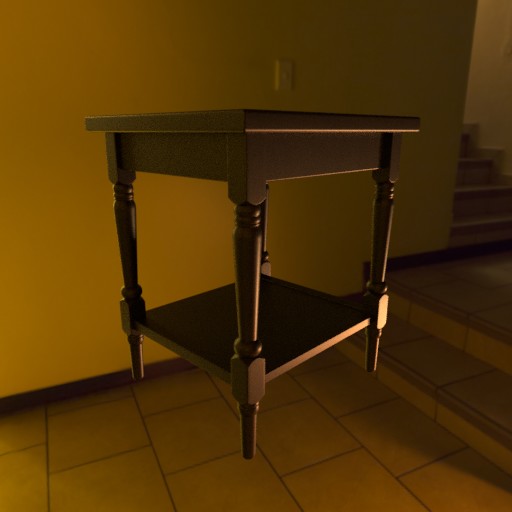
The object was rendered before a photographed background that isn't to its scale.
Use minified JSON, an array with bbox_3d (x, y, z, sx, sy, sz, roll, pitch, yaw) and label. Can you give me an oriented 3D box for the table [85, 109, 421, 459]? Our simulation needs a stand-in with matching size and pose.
[{"bbox_3d":[0.000,0.000,0.941,0.442,0.565,0.488,15,22,43],"label":"table"}]
